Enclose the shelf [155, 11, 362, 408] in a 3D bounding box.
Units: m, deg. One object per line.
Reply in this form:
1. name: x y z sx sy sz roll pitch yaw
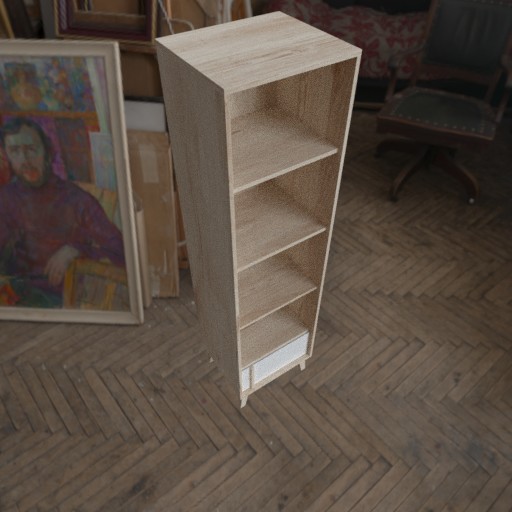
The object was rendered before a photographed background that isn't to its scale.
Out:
1. shelf: 0.000 0.000 2.136 0.510 1.960 0.450 -25 51 -23
